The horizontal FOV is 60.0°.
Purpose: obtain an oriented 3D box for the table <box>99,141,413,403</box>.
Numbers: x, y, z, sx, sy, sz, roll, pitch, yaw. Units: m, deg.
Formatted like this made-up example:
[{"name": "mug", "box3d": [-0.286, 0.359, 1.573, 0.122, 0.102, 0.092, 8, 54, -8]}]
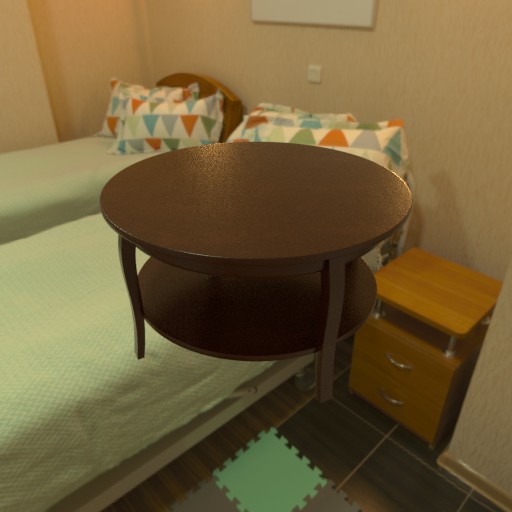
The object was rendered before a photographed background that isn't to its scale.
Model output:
[{"name": "table", "box3d": [0.000, 0.000, 1.474, 0.911, 0.512, 0.911, 0, 30, 0]}]
